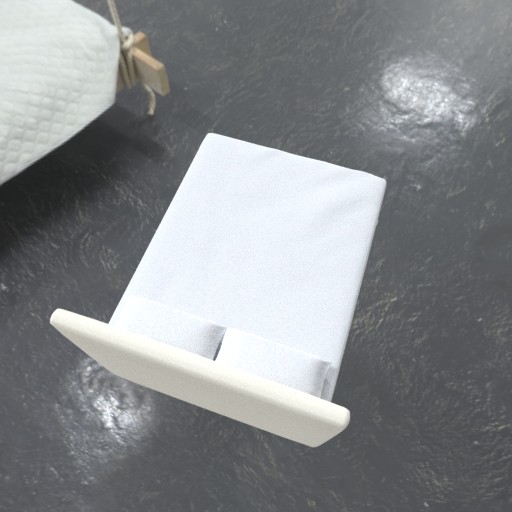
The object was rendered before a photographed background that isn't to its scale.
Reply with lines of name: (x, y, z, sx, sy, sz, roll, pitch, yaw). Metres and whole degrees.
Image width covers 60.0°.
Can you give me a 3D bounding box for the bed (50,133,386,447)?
bed: (0.000, 0.000, 3.270, 1.713, 1.330, 2.142, 17, 64, 9)
